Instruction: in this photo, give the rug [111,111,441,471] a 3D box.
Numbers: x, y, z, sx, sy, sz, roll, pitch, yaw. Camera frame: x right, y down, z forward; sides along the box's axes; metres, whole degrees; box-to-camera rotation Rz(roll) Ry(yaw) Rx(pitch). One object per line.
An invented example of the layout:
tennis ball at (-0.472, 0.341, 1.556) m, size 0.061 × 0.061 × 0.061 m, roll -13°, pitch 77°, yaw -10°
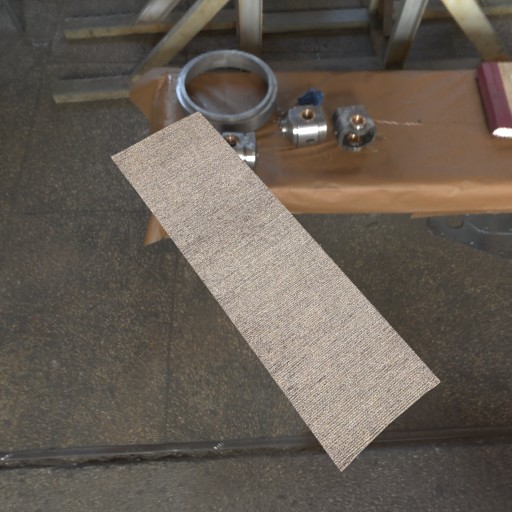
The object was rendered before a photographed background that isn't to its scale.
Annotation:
rug at (0.000, 0.000, 2.624) m, size 0.697 × 0.013 × 2.335 m, roll -33°, pitch 68°, yaw -15°
